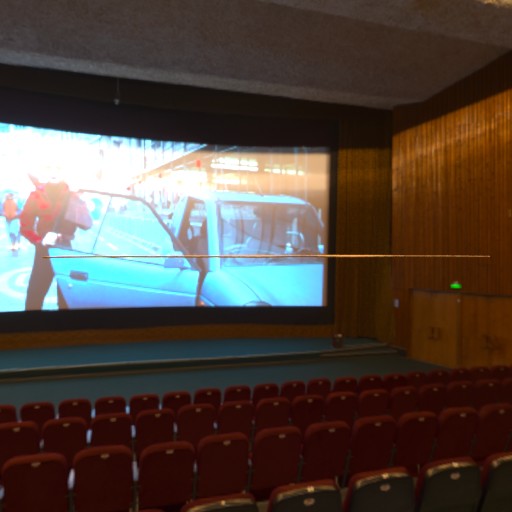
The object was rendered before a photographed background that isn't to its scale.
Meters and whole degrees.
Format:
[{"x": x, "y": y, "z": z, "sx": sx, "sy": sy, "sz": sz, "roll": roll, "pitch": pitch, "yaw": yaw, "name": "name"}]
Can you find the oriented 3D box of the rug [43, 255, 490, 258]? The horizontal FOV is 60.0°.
[{"x": 0.000, "y": 0.000, "z": 2.158, "sx": 1.745, "sy": 0.010, "sz": 1.146, "roll": 0, "pitch": 0, "yaw": -18, "name": "rug"}]
